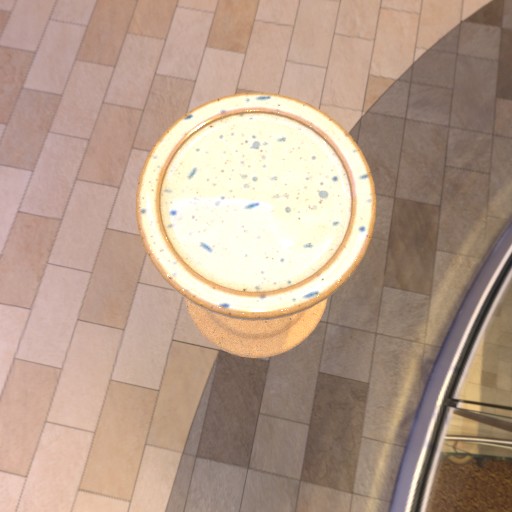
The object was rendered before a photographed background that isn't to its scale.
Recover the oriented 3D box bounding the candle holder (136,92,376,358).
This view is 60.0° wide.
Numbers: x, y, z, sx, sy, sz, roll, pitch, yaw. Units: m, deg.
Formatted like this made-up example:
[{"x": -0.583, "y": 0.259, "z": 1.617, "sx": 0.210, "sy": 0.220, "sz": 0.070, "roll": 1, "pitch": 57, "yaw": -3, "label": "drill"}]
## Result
[{"x": 0.000, "y": 0.000, "z": 0.286, "sx": 0.123, "sy": 0.202, "sz": 0.123, "roll": 0, "pitch": 75, "yaw": 0, "label": "candle holder"}]
